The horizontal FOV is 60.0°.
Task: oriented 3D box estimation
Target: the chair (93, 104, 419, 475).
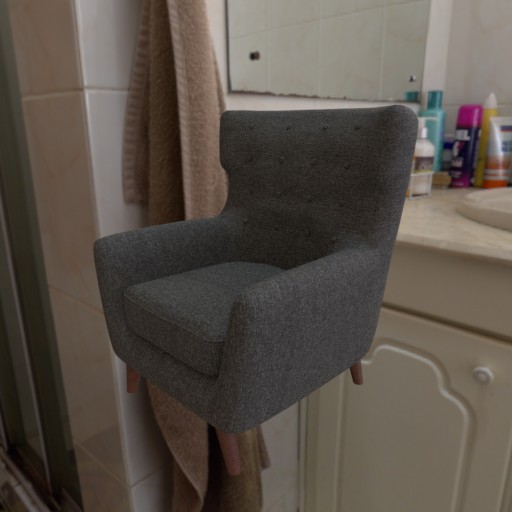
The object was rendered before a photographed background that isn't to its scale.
[{"bbox_3d":[0.000,0.000,1.656,0.904,1.063,0.878,-16,23,-43],"label":"chair"}]
